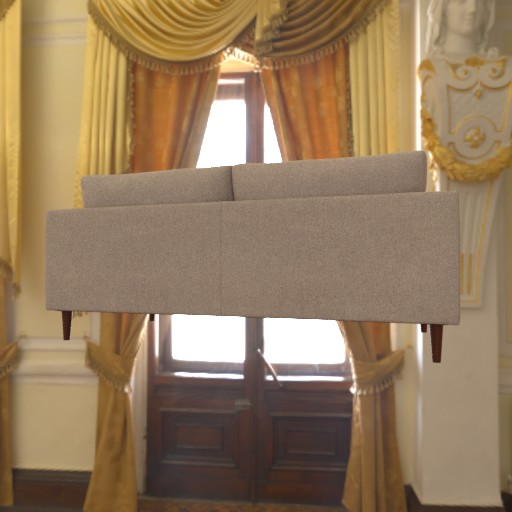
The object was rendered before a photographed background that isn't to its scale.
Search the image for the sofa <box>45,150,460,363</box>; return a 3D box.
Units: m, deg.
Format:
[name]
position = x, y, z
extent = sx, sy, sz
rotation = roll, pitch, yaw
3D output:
[sofa]
position = 0.000, 0.000, 2.431
extent = 1.948, 0.868, 1.020
rotation = 0, -1, 18
